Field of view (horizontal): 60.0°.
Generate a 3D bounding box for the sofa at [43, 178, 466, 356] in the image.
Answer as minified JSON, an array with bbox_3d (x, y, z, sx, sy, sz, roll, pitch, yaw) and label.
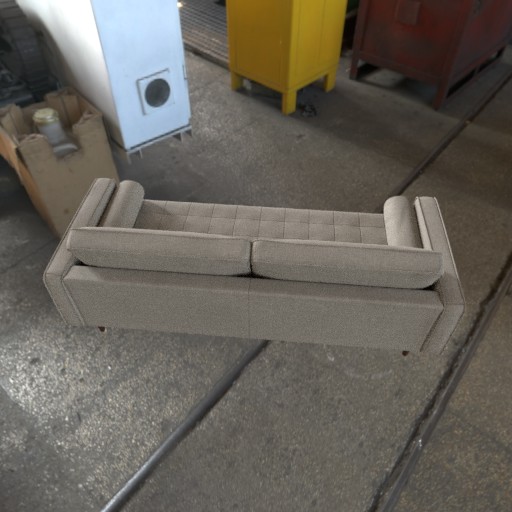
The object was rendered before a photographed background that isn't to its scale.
[{"bbox_3d":[0.000,0.000,2.691,2.211,0.762,0.914,4,47,4],"label":"sofa"}]
